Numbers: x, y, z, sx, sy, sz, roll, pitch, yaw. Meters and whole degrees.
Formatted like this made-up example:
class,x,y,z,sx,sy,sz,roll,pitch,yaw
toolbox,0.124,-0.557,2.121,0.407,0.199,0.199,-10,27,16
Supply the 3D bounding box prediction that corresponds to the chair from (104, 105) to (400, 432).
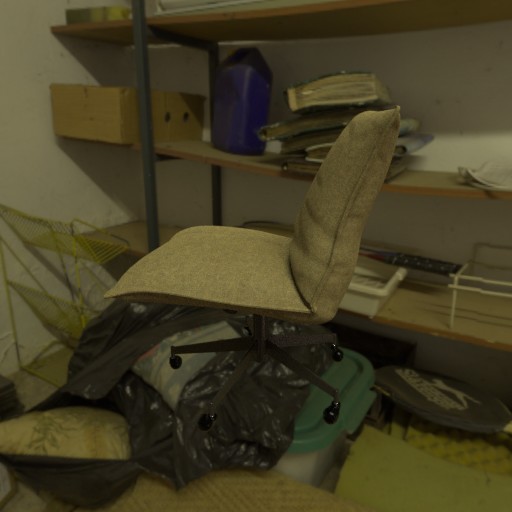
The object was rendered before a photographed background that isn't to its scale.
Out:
class,x,y,z,sx,sy,sz,roll,pitch,yaw
chair,0.000,0.000,1.303,0.696,0.811,0.597,3,17,9
